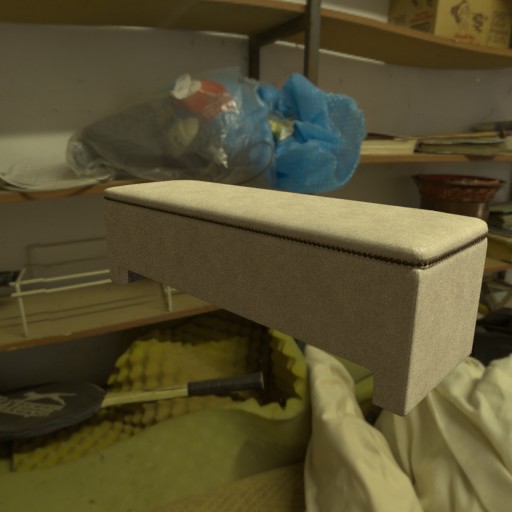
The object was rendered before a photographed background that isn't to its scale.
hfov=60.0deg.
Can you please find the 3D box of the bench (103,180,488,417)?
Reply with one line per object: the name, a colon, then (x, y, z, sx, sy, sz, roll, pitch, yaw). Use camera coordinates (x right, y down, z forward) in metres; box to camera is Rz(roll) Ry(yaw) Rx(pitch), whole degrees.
bench: (0.000, 0.000, 1.679, 1.482, 0.447, 0.470, 15, 22, 42)
